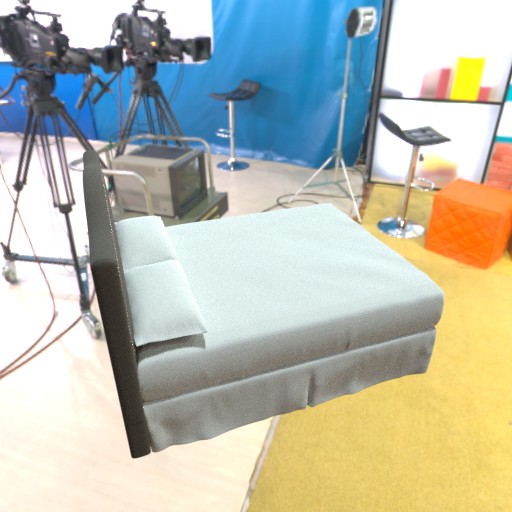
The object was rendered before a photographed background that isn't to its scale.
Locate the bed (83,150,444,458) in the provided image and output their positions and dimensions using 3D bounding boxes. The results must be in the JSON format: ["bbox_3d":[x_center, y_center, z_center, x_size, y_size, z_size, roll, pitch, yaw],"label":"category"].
[{"bbox_3d":[0.000,0.000,3.051,2.036,1.387,1.666,-10,31,-17],"label":"bed"}]
